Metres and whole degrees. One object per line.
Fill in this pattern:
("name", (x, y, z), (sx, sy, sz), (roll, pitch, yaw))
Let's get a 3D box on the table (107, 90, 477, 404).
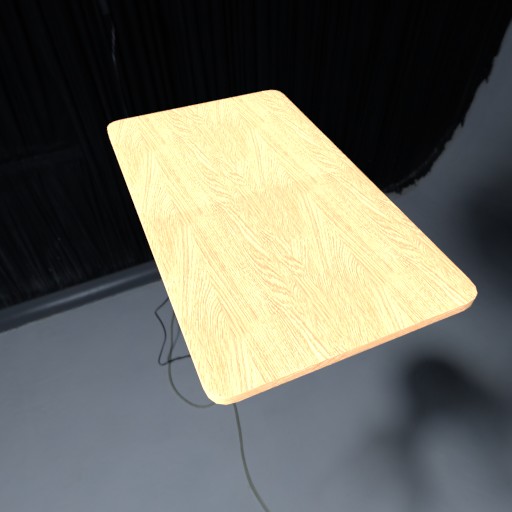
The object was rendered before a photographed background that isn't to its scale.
("table", (0.000, 0.000, 2.105), (0.950, 0.770, 1.600), (-17, 49, -16))
